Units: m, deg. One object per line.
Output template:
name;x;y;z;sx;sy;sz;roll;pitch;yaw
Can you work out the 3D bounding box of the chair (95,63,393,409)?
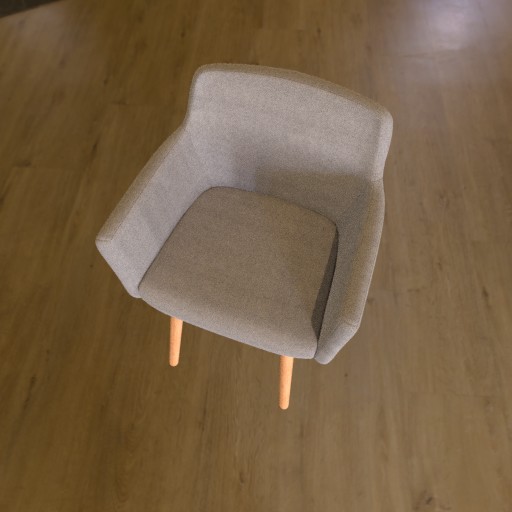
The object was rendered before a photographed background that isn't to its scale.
chair;0.000;0.000;1.186;0.570;0.780;0.540;18;61;10
